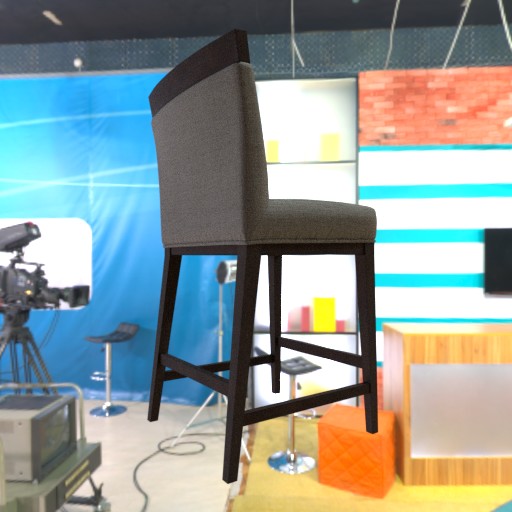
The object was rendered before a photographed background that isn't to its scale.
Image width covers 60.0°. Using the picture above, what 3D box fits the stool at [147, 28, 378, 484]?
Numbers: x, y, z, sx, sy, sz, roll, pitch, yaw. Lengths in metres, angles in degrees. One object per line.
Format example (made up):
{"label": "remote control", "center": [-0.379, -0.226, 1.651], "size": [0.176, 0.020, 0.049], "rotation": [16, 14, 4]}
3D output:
{"label": "stool", "center": [0.000, 0.000, 1.315], "size": [0.531, 1.009, 0.512], "rotation": [0, 0, -35]}
